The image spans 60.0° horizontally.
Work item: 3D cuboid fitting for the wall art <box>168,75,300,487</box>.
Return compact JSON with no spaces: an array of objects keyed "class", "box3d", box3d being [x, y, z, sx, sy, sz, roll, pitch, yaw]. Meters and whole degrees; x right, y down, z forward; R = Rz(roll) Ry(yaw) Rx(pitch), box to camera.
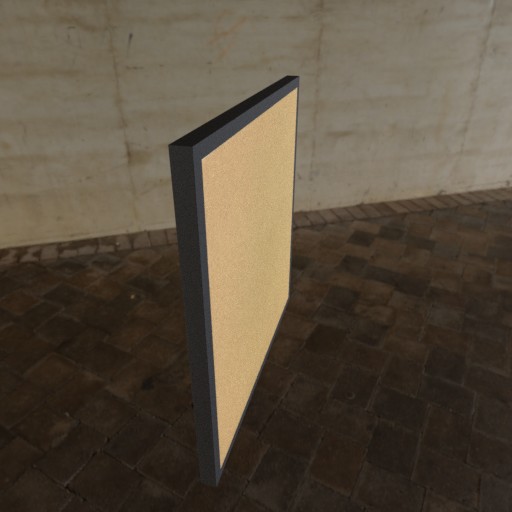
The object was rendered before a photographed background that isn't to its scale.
[{"class":"wall art","box3d":[0.000,0.000,1.121,0.037,0.760,0.762,8,30,14]}]
